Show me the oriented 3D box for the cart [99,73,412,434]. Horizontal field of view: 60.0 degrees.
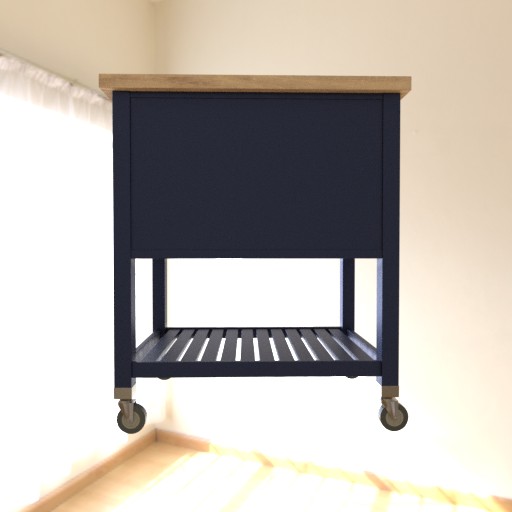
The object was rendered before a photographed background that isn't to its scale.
[{"bbox_3d":[0.000,0.000,1.405,0.797,0.920,0.567,0,1,-1],"label":"cart"}]
